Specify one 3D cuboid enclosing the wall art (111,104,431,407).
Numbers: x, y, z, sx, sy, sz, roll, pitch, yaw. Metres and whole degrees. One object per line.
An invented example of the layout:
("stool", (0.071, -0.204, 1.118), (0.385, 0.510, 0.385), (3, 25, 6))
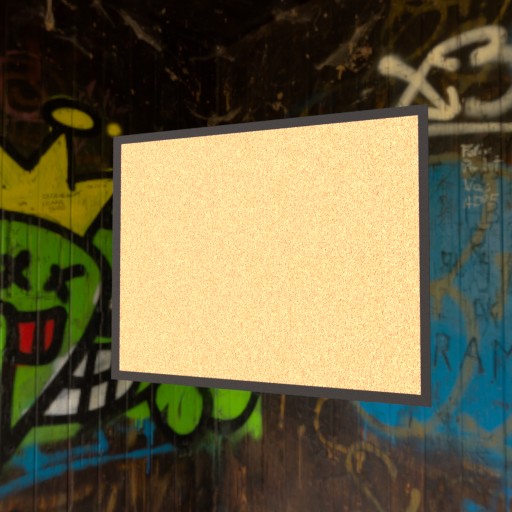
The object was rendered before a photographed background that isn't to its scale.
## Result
("wall art", (0.000, 0.000, 0.761), (0.554, 0.454, 0.030), (-1, -2, 18))
